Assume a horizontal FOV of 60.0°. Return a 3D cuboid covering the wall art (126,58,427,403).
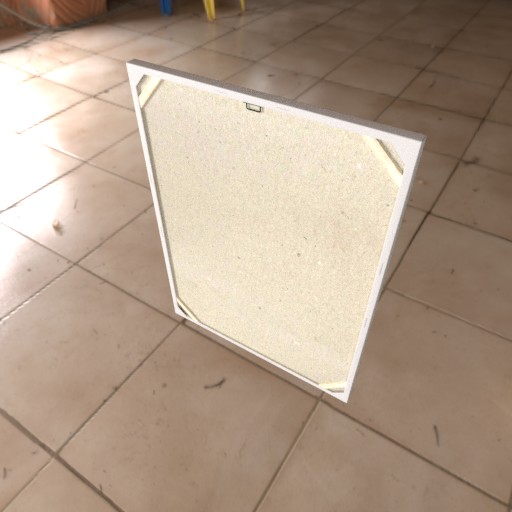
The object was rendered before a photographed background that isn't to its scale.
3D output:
[{"bbox_3d":[0.000,0.000,1.613,0.914,1.212,0.038,23,48,22],"label":"wall art"}]
